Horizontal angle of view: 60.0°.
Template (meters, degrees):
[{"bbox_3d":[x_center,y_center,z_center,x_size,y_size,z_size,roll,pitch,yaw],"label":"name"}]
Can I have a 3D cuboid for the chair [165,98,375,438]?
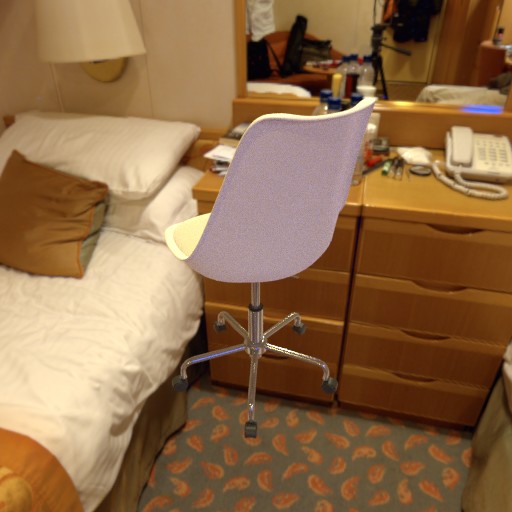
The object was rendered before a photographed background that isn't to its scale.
[{"bbox_3d":[0.000,0.000,1.276,0.550,0.930,0.550,-19,36,-28],"label":"chair"}]
